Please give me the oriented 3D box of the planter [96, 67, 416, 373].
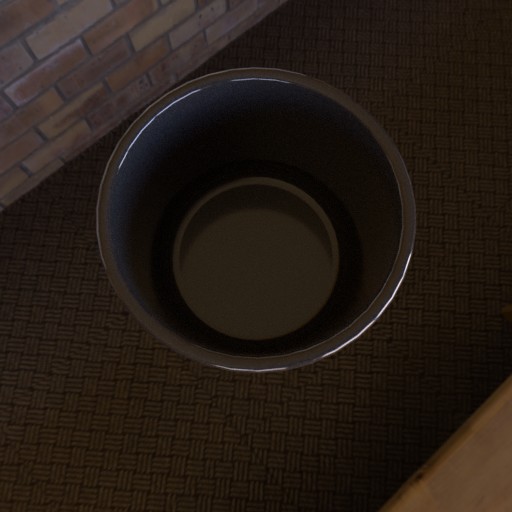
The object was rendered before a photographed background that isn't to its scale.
[{"bbox_3d":[0.000,0.000,0.397,0.196,0.264,0.196,17,77,4],"label":"planter"}]
